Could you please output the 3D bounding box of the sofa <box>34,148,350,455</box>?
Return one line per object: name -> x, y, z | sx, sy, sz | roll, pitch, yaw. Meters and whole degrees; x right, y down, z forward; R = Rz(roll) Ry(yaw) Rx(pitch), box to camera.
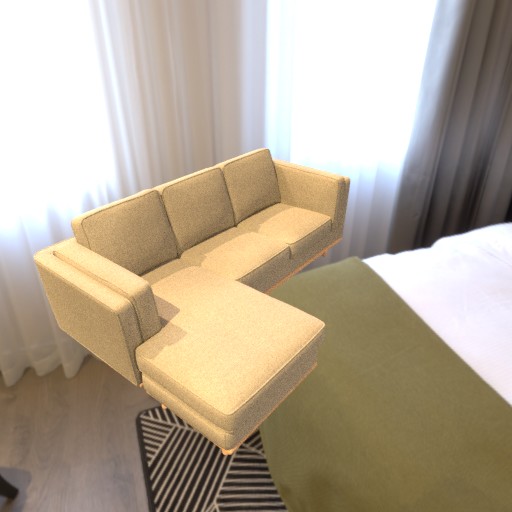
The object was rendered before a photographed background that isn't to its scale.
sofa -> 0.000, 0.000, 3.180 | 1.604, 0.929, 2.411 | 22, 37, 33
